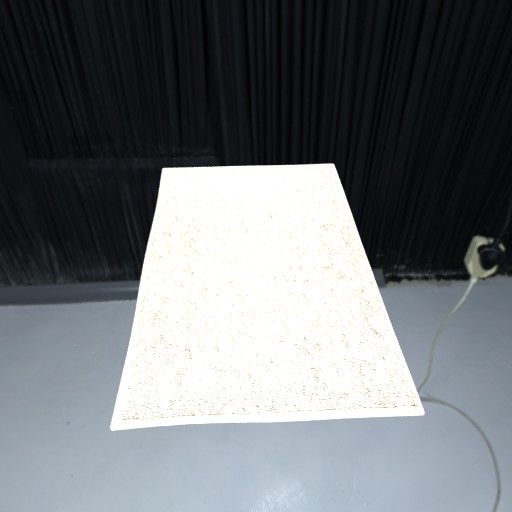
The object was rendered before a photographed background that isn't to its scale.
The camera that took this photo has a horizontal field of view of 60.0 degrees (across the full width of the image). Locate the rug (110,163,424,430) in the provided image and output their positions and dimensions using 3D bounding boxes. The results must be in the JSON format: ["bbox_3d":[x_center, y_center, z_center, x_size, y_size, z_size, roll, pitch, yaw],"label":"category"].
[{"bbox_3d":[0.000,0.000,3.047,1.529,0.012,2.435,-2,42,-2],"label":"rug"}]
